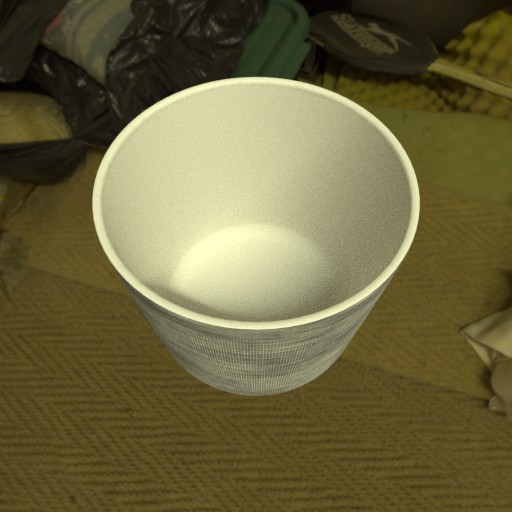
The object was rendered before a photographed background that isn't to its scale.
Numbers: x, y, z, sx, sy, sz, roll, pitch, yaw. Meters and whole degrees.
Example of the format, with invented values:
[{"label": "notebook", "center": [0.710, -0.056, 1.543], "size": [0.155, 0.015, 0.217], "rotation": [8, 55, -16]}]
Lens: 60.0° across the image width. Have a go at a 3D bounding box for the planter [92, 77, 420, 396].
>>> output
[{"label": "planter", "center": [0.000, 0.000, 0.773], "size": [0.440, 0.398, 0.440], "rotation": [0, 58, 0]}]
